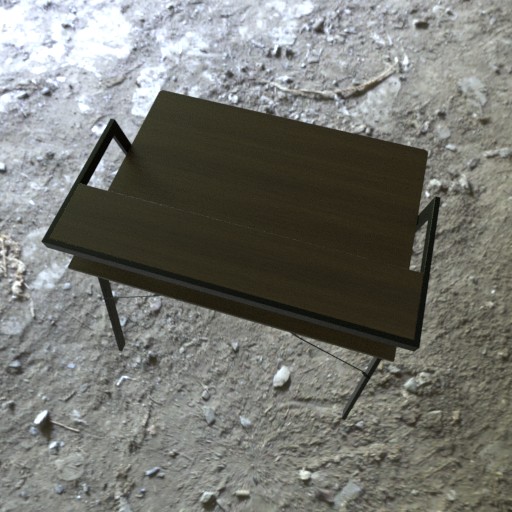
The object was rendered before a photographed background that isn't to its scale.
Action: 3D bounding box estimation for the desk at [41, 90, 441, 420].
[{"bbox_3d":[0.000,0.000,1.873,1.143,0.998,0.936,15,66,7],"label":"desk"}]
